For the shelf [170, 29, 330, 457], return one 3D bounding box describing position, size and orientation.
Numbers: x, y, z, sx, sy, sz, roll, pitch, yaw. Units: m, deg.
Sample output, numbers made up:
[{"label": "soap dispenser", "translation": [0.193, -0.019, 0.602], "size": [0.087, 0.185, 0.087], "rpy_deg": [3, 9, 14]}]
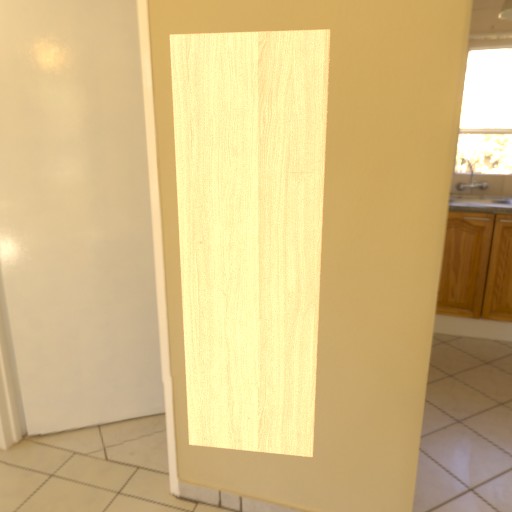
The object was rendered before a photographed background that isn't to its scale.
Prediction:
[{"label": "shelf", "translation": [0.000, 0.000, 1.001], "size": [0.290, 0.882, 0.197], "rpy_deg": [2, 16, 8]}]
